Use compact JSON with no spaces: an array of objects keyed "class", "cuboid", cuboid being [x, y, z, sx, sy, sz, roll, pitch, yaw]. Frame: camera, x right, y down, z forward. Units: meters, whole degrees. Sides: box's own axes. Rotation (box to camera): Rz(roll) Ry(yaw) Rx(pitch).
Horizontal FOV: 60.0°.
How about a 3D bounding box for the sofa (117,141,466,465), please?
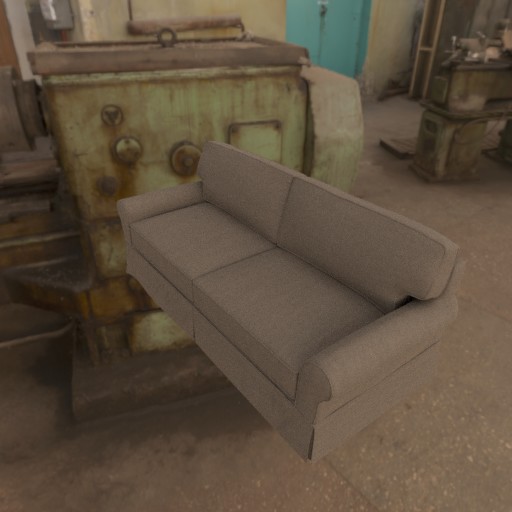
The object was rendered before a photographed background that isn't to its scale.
[{"class":"sofa","cuboid":[0.000,0.000,2.775,0.991,0.943,2.248,-21,36,-31]}]
